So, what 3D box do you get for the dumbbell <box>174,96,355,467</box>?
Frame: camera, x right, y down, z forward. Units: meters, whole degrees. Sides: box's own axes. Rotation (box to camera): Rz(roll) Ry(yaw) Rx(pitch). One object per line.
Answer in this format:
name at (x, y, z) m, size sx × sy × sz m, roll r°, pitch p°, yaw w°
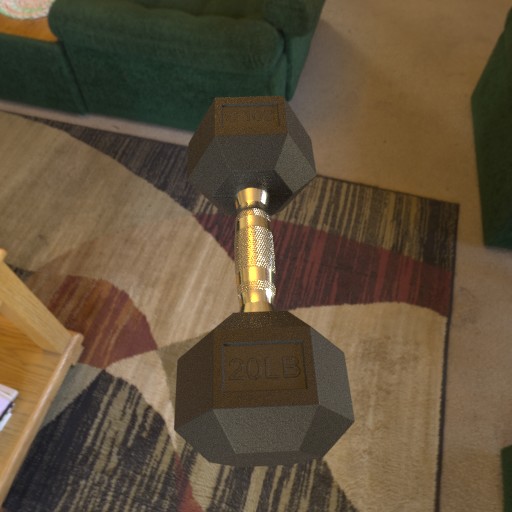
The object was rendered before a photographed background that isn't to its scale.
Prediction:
dumbbell at (0.000, 0.000, 0.352) m, size 0.116 × 0.101 × 0.297 m, roll -2°, pitch 58°, yaw -1°
